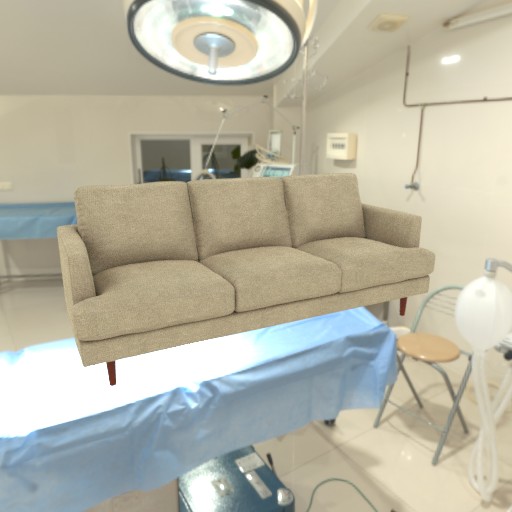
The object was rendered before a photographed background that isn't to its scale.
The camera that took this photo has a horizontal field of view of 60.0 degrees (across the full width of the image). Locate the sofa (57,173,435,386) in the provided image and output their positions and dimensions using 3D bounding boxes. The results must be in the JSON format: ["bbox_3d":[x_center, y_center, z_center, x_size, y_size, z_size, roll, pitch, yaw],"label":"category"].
[{"bbox_3d":[0.000,0.000,2.799,2.246,0.930,0.903,-8,17,-26],"label":"sofa"}]
